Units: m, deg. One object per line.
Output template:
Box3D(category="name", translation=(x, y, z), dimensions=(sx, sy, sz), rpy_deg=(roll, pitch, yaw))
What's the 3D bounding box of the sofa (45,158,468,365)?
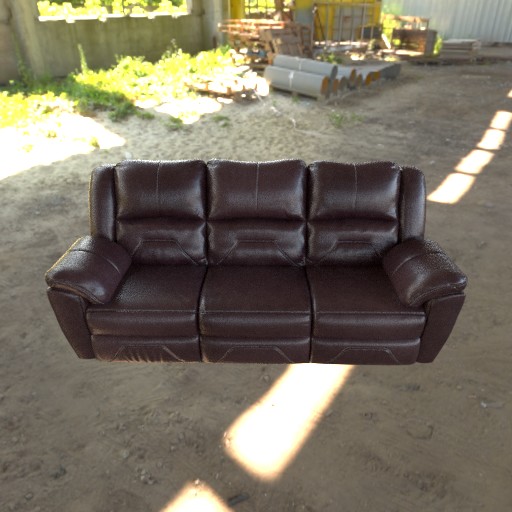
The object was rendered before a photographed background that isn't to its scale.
Box3D(category="sofa", translation=(0.000, 0.000, 2.834), dimensions=(2.337, 1.043, 0.991), rpy_deg=(0, 29, 1))
